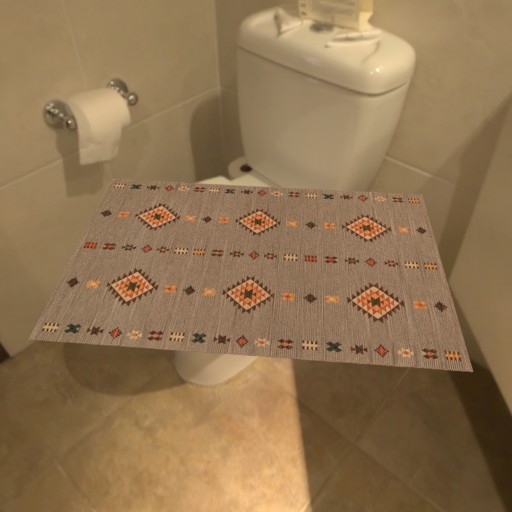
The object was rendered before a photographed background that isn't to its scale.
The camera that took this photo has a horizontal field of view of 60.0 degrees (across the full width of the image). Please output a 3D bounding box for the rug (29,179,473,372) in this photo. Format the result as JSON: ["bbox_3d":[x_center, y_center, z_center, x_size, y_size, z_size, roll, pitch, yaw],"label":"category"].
[{"bbox_3d":[0.000,0.000,2.939,2.427,0.007,1.515,3,46,3],"label":"rug"}]
